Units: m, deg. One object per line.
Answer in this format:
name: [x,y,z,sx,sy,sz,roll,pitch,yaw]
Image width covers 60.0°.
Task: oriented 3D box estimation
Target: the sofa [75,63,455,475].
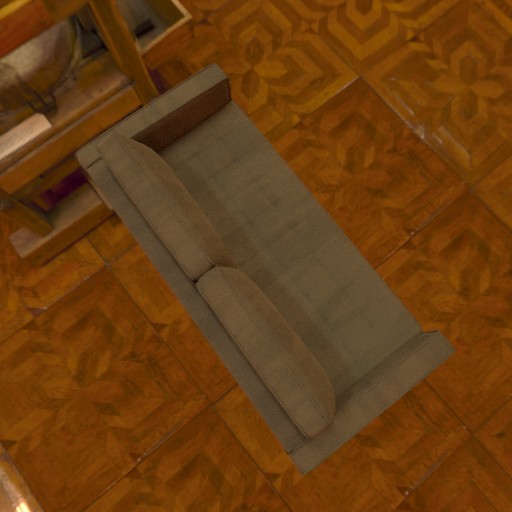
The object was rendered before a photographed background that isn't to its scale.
sofa: [0.000,0.000,2.337,0.924,0.825,1.920,-36,79,-8]
